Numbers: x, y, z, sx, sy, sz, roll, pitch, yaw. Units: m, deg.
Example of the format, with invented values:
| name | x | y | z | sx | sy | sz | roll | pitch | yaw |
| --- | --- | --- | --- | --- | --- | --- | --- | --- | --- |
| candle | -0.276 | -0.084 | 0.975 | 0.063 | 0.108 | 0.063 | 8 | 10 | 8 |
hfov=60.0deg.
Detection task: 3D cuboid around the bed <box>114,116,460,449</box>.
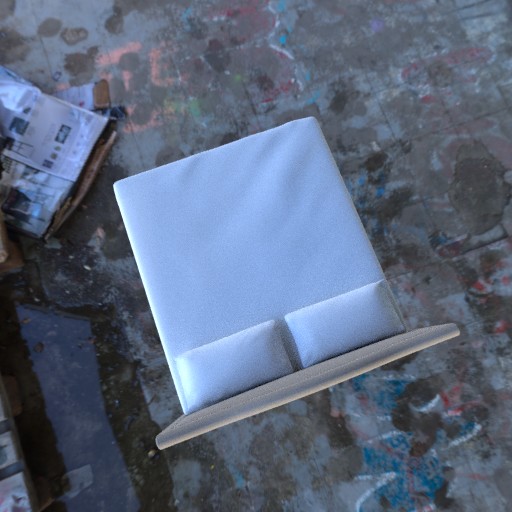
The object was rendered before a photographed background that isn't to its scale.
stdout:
| name | x | y | z | sx | sy | sz | roll | pitch | yaw |
| --- | --- | --- | --- | --- | --- | --- | --- | --- | --- |
| bed | 0.000 | 0.000 | 3.637 | 2.083 | 1.421 | 2.182 | -20 | 78 | -4 |
